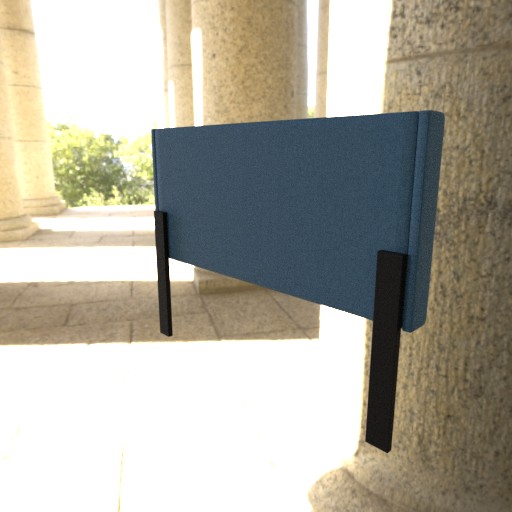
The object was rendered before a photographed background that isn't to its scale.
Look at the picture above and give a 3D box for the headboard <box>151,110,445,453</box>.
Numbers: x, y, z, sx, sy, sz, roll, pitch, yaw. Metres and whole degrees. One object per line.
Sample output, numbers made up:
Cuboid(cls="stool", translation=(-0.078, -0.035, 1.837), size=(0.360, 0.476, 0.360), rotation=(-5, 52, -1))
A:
Cuboid(cls="headboard", translation=(0.000, 0.000, 2.637), size=(0.184, 1.524, 2.051), rotation=(-12, 18, -42))
